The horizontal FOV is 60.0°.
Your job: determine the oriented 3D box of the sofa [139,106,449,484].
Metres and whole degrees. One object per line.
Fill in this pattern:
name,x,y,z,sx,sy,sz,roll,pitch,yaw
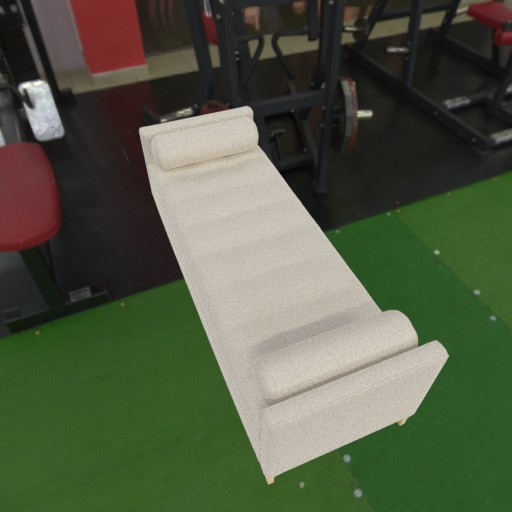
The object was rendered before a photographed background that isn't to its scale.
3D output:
sofa,0.000,0.000,2.354,0.746,0.641,1.985,-17,49,-15
